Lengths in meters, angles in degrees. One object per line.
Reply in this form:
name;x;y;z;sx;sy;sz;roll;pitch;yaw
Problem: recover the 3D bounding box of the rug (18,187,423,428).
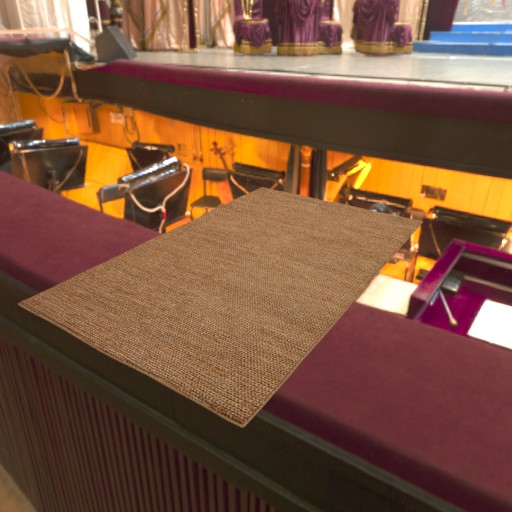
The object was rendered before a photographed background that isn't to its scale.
rug;0.000;0.000;2.954;1.521;0.034;2.438;17;32;30
